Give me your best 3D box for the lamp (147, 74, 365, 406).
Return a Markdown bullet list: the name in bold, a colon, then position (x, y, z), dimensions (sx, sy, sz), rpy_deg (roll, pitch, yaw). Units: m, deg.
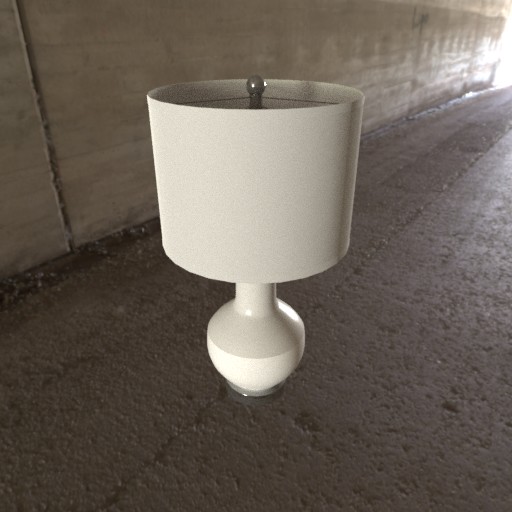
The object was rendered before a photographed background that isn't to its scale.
- **lamp**: position (0.000, 0.000, 0.884), dimensions (0.357, 0.673, 0.357), rpy_deg (0, 28, 0)
